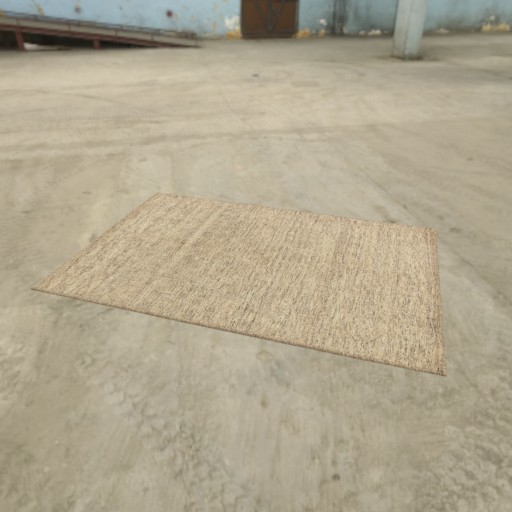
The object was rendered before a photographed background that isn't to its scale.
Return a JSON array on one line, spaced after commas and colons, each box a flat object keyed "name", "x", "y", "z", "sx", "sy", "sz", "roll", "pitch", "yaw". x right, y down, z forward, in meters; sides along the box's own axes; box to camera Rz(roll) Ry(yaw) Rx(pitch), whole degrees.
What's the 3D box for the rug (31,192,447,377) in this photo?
[{"name": "rug", "x": 0.000, "y": 0.000, "z": 2.327, "sx": 1.822, "sy": 0.018, "sz": 1.211, "roll": 9, "pitch": 32, "yaw": 15}]
